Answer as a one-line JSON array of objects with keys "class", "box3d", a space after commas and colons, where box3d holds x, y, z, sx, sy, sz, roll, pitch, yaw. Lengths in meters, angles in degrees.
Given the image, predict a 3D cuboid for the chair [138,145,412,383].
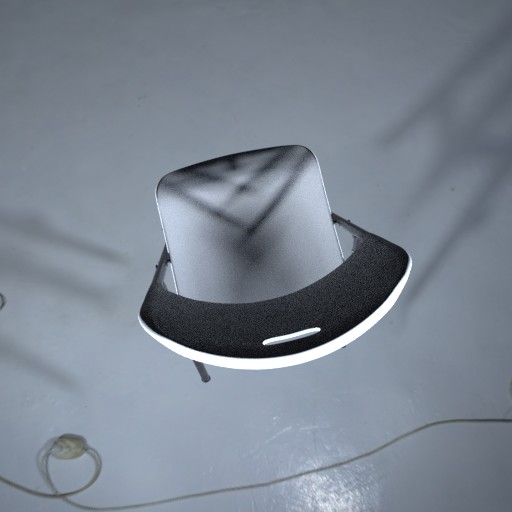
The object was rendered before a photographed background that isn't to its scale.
[{"class": "chair", "box3d": [0.000, 0.000, 1.136, 0.494, 0.810, 0.566, -13, 76, -3]}]
